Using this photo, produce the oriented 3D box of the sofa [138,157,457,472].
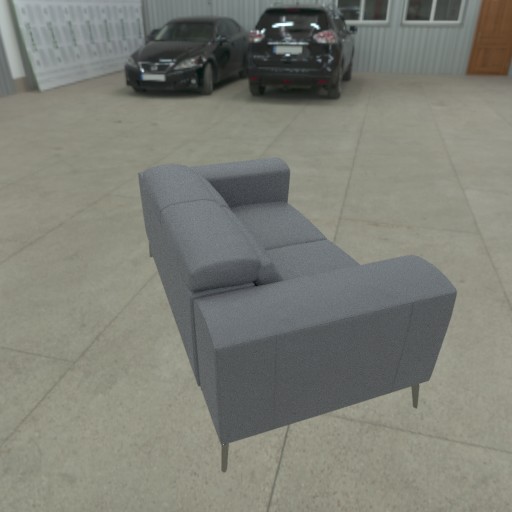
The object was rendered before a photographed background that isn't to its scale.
[{"bbox_3d":[0.000,0.000,2.433,1.003,0.779,1.895,-10,31,-18],"label":"sofa"}]
